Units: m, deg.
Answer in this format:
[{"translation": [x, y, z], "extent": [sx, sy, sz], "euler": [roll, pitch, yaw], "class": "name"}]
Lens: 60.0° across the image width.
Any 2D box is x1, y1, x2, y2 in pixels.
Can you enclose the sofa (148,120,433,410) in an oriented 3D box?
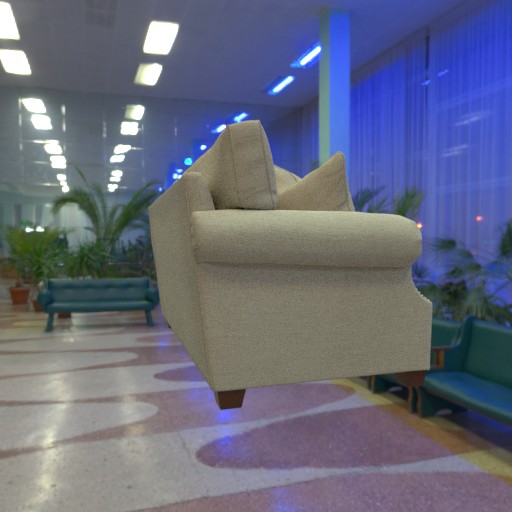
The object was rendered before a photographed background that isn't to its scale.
[{"translation": [0.000, 0.000, 2.277], "extent": [0.966, 0.966, 1.701], "euler": [-1, 2, -18], "class": "sofa"}]
